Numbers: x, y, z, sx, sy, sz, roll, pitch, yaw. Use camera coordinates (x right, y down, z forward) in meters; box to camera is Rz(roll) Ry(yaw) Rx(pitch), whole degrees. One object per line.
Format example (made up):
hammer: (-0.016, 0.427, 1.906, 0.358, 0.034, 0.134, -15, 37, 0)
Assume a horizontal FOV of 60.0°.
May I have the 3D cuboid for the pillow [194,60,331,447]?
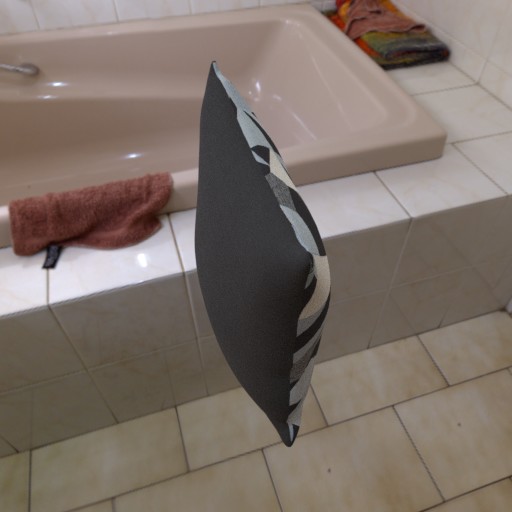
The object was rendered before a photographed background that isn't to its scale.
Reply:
pillow: (0.000, 0.000, 0.780, 0.208, 0.496, 0.503, -11, 49, -10)
